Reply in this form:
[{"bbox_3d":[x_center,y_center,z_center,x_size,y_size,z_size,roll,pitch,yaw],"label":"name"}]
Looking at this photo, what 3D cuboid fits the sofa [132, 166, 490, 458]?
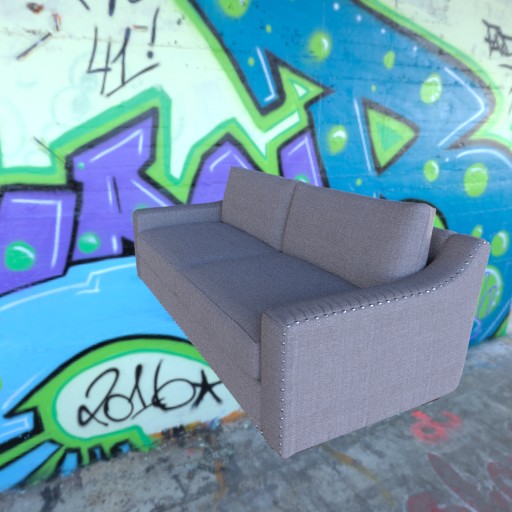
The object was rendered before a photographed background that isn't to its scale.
[{"bbox_3d":[0.000,0.000,2.574,1.000,0.857,2.208,-8,19,-26],"label":"sofa"}]
